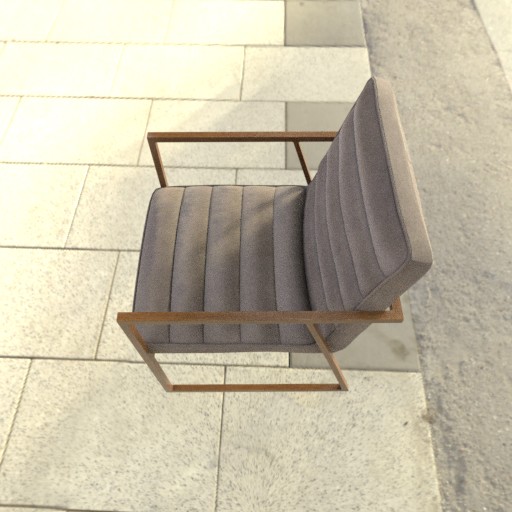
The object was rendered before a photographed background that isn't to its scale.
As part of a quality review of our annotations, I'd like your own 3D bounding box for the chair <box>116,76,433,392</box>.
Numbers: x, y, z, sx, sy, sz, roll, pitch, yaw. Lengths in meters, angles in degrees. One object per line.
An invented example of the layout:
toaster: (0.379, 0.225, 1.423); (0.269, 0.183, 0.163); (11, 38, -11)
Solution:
chair: (0.000, 0.000, 1.293); (0.682, 0.843, 0.578); (0, 59, 0)
